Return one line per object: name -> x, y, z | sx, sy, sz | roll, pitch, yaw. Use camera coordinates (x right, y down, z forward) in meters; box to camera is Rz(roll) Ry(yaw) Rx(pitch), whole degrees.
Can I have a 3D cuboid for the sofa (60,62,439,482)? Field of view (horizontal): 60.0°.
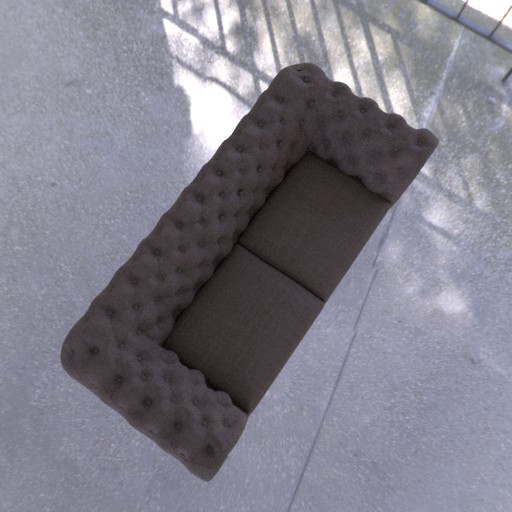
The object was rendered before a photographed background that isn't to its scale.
sofa -> 0.000, 0.000, 2.462 | 0.944, 0.780, 2.048 | 35, 78, 9
